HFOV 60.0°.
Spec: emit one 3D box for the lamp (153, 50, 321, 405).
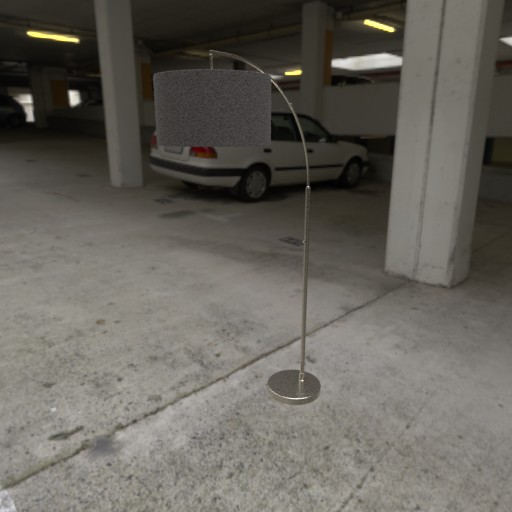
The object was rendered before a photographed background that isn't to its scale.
[{"bbox_3d":[0.000,0.000,2.100,0.452,1.735,0.934,15,22,42],"label":"lamp"}]
